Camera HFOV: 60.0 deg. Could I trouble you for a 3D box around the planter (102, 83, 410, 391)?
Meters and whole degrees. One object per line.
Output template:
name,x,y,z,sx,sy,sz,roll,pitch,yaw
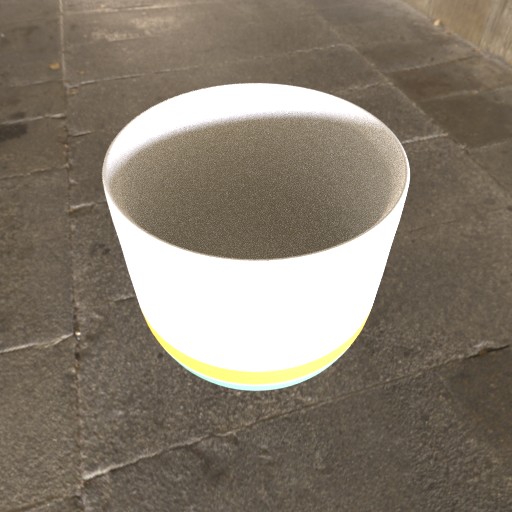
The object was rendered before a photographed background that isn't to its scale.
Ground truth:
planter,0.000,0.000,0.491,0.268,0.270,0.268,0,47,0
